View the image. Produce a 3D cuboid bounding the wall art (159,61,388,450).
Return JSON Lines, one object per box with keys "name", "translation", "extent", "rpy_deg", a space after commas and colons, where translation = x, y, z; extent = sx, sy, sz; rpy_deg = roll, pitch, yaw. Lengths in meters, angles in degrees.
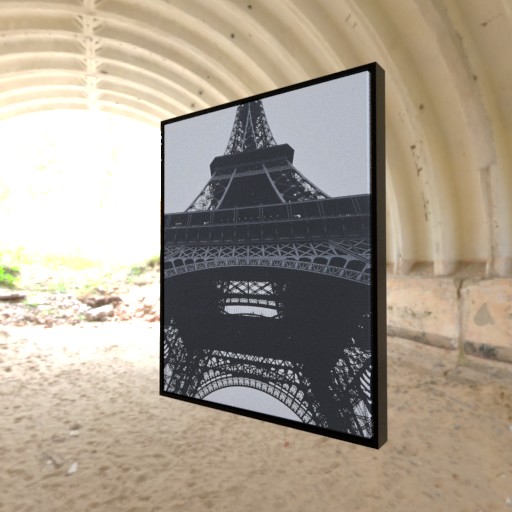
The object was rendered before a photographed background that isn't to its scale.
{"name": "wall art", "translation": [0.000, 0.000, 0.777], "extent": [0.451, 0.553, 0.039], "rpy_deg": [-1, -2, 36]}
